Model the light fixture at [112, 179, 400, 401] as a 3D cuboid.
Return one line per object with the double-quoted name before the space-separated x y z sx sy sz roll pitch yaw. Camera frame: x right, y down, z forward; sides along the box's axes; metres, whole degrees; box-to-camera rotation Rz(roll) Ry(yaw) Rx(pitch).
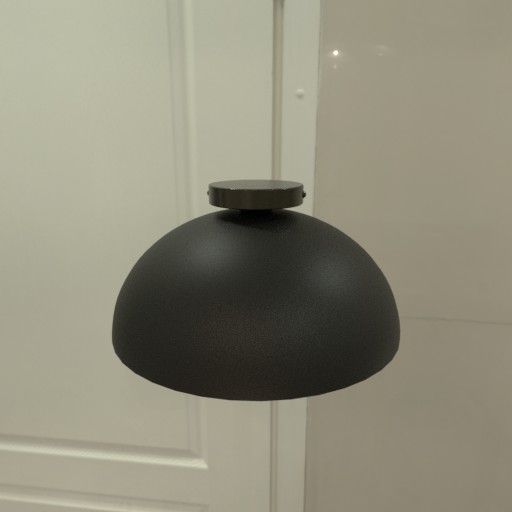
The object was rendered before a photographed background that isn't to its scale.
"light fixture" 0.000 0.000 0.549 0.355 0.177 0.355 0 15 0
